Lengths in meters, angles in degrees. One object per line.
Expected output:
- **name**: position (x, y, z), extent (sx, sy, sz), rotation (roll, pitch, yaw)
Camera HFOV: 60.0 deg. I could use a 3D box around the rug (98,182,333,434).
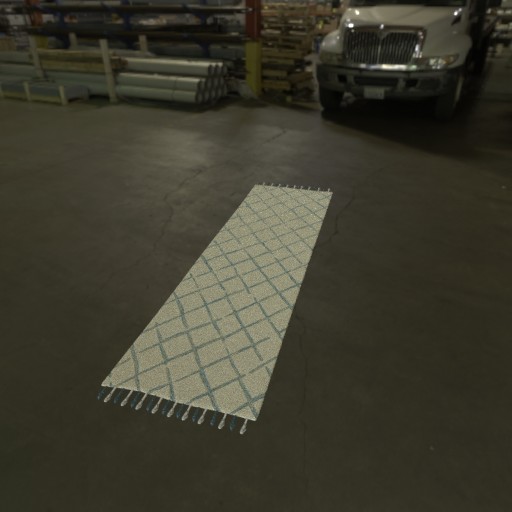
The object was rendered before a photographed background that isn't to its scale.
- **rug**: position (0.000, 0.000, 2.564), extent (0.620, 0.008, 2.372), rotation (8, 31, 13)
